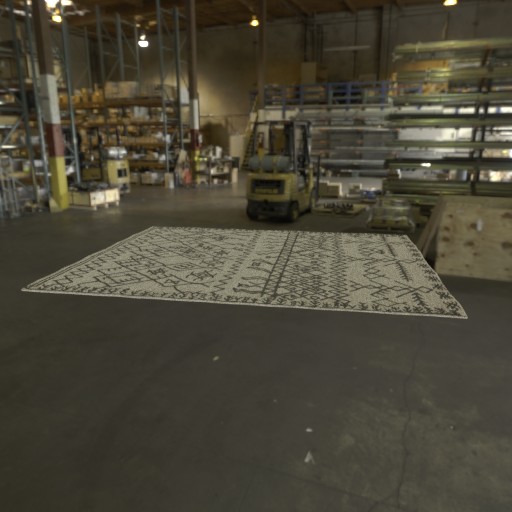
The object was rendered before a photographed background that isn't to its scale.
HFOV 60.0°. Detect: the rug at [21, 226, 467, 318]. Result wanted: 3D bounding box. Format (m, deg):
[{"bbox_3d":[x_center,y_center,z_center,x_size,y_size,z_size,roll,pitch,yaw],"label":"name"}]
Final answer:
[{"bbox_3d":[0.000,0.000,3.292,2.455,0.025,1.964,3,15,9],"label":"rug"}]
